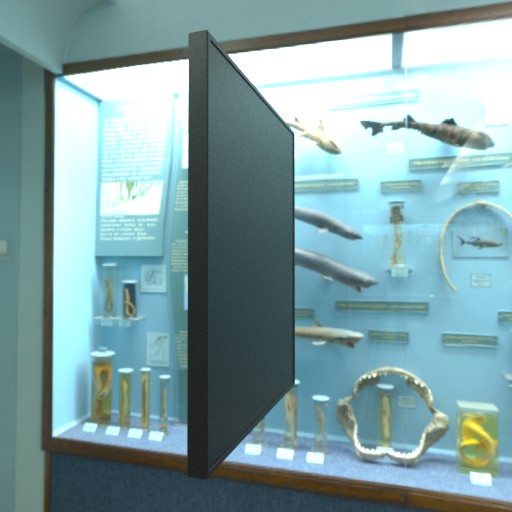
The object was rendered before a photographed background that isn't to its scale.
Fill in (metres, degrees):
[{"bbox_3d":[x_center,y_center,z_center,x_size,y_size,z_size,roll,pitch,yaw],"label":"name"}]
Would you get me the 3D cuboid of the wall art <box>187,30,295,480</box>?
[{"bbox_3d":[0.000,0.000,0.760,0.028,0.551,0.451,0,-1,19],"label":"wall art"}]
